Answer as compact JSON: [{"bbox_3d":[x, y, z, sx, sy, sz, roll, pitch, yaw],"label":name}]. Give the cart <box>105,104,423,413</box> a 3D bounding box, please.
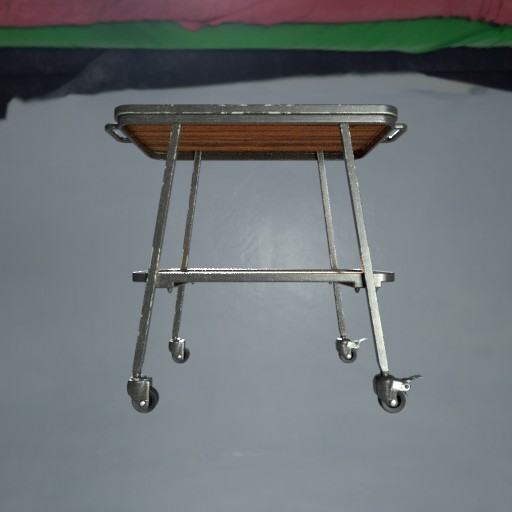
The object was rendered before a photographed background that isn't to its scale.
[{"bbox_3d":[0.000,0.000,1.228,0.806,0.700,0.515,0,-1,0],"label":"cart"}]
